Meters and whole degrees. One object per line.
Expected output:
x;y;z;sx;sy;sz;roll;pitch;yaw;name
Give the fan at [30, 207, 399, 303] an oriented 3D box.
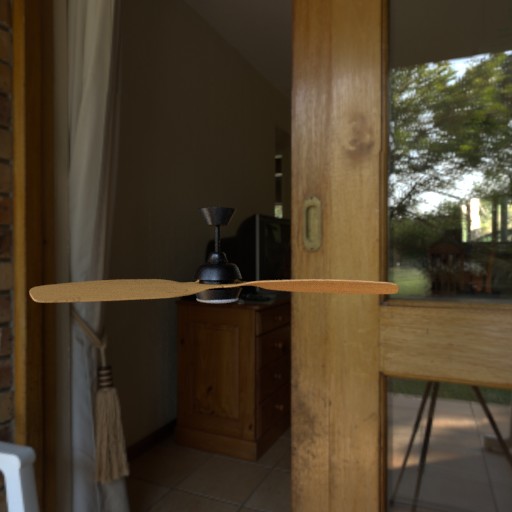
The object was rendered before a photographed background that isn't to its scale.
0.000;0.000;1.645;1.010;0.355;1.142;0;1;18;fan
